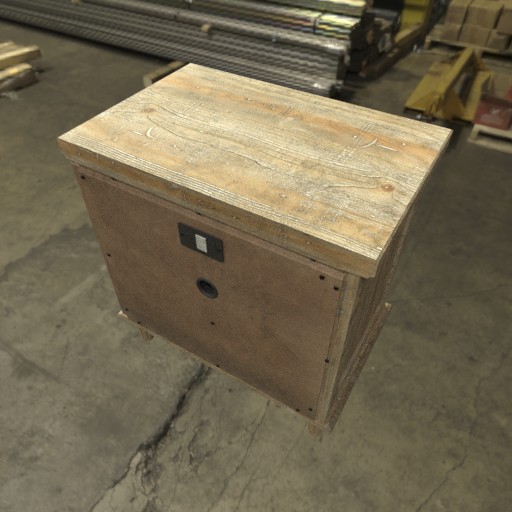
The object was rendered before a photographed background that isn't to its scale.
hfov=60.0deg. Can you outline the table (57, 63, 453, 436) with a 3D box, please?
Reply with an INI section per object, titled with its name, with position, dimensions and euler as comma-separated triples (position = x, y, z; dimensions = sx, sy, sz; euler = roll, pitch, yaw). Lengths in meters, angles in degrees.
[table]
position = 0.000, 0.000, 1.156
dimensions = 0.686, 0.711, 0.457
euler = 23, 49, 21
